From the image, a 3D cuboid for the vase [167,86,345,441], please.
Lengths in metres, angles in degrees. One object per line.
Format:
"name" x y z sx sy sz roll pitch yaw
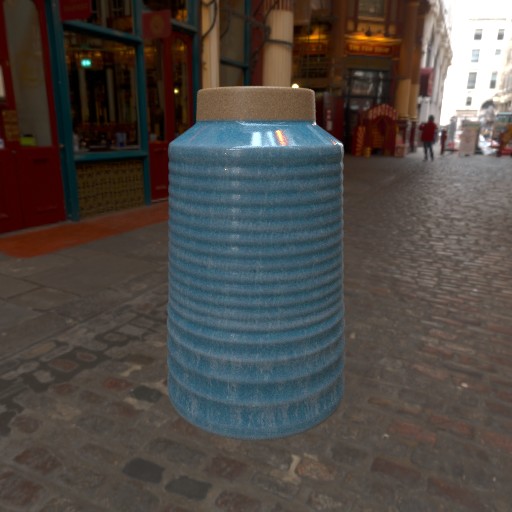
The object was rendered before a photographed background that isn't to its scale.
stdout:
"vase" 0.000 0.000 0.382 0.163 0.267 0.163 0 17 0
